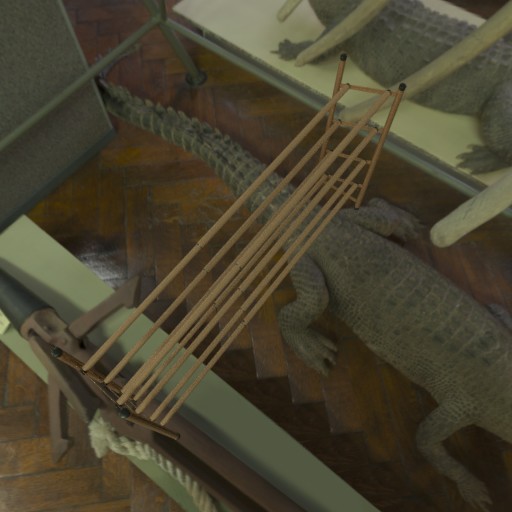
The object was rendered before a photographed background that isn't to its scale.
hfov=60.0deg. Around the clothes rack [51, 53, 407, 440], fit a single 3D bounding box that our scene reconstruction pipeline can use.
[{"bbox_3d":[0.000,0.000,1.425,0.229,0.672,1.168,35,69,15],"label":"clothes rack"}]
